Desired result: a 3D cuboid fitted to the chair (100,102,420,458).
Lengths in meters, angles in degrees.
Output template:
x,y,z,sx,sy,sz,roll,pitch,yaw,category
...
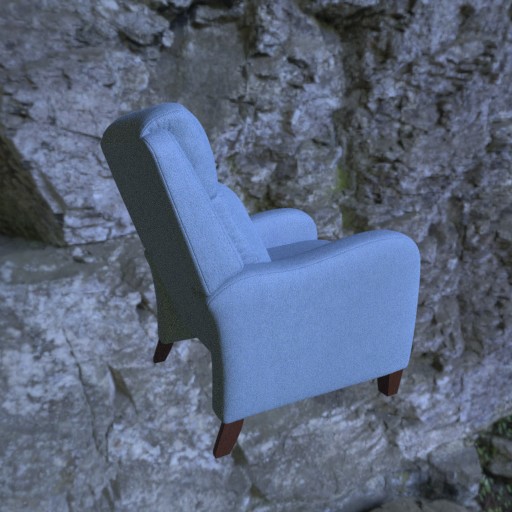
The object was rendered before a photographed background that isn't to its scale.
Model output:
x,y,z,sx,sy,sz,roll,pitch,yaw,category
0.000,0.000,1.713,0.988,1.067,0.785,-7,16,-27,chair
